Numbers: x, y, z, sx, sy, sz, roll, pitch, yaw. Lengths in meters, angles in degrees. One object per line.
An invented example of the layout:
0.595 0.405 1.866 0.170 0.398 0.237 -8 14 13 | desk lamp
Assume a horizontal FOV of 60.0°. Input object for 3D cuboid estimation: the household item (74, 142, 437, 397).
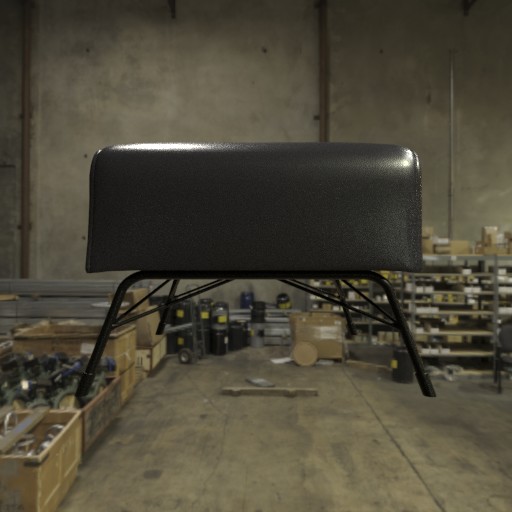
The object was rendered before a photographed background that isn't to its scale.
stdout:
0.000 0.000 0.906 0.530 0.410 0.530 0 0 0 | household item
